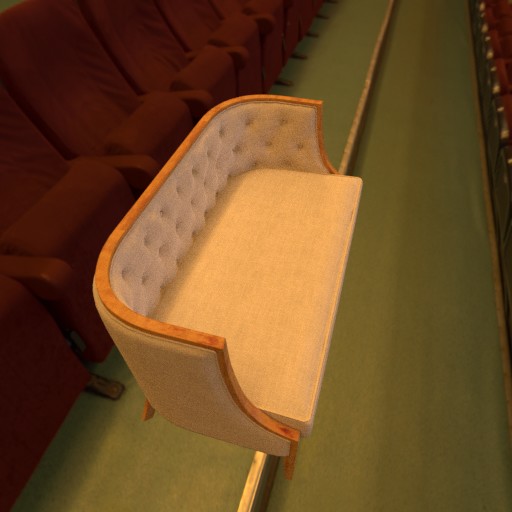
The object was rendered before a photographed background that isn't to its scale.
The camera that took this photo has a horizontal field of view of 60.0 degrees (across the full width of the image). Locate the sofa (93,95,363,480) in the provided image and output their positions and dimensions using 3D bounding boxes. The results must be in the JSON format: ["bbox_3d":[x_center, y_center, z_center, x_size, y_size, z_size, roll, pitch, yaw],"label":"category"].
[{"bbox_3d":[0.000,0.000,1.923,0.770,0.775,1.474,12,46,12],"label":"sofa"}]
